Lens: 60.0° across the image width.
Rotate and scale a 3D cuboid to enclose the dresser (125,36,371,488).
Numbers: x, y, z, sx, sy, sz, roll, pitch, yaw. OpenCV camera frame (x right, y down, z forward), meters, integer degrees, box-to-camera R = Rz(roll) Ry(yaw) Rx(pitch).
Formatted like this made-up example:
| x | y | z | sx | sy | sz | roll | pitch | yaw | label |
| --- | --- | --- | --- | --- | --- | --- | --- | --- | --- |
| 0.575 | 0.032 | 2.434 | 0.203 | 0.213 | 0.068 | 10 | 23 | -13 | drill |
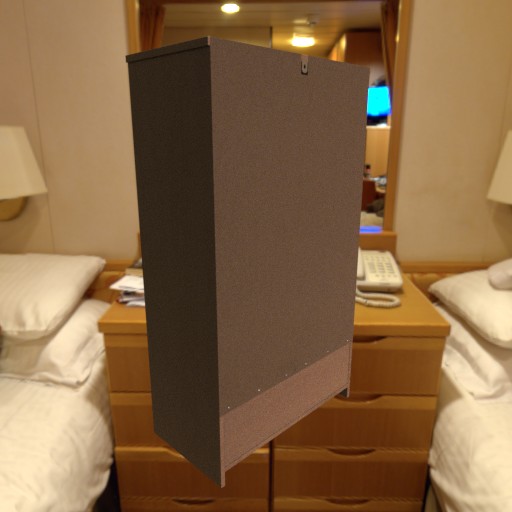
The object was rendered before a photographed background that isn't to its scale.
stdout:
| x | y | z | sx | sy | sz | roll | pitch | yaw | label |
| --- | --- | --- | --- | --- | --- | --- | --- | --- | --- |
| 0.000 | 0.000 | 1.551 | 0.399 | 1.255 | 0.704 | 15 | 21 | 43 | dresser |
